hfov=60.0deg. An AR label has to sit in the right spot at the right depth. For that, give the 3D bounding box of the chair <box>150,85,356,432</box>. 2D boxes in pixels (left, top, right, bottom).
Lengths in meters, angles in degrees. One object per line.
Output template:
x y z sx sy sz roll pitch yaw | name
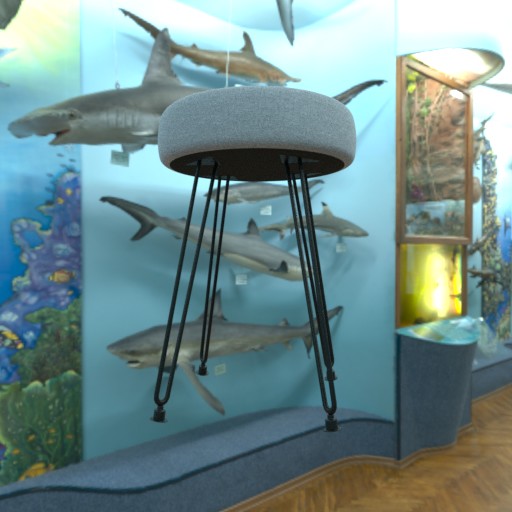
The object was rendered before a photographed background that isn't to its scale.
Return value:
0.000 0.000 0.688 0.350 0.440 0.350 0 1 -37 | chair
